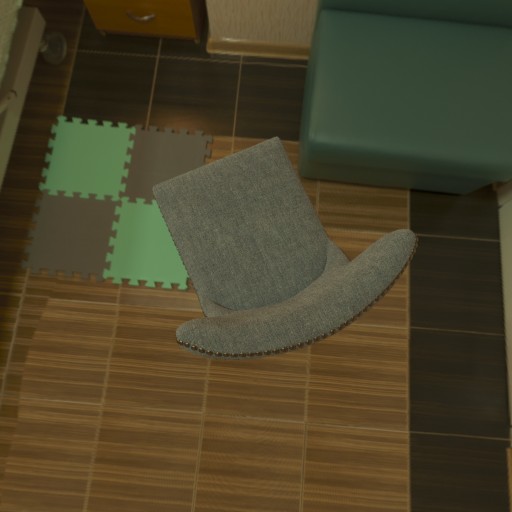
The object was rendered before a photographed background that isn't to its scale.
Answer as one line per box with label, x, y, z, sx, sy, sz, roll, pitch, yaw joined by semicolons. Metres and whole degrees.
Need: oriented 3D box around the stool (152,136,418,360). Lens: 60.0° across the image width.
stool;0.000;0.000;1.322;0.498;0.981;0.608;-23;77;-6
